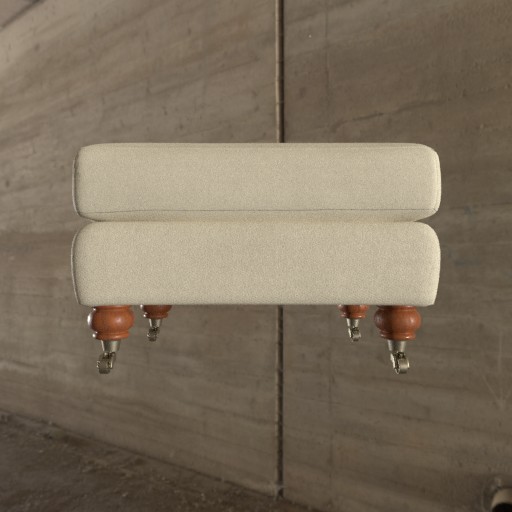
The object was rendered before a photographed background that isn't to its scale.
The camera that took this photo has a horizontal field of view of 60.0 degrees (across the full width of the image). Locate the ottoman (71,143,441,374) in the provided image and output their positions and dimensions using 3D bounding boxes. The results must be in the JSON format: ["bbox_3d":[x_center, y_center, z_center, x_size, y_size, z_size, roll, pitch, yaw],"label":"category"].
[{"bbox_3d":[0.000,0.000,1.158,0.773,0.499,0.569,0,-2,0],"label":"ottoman"}]
